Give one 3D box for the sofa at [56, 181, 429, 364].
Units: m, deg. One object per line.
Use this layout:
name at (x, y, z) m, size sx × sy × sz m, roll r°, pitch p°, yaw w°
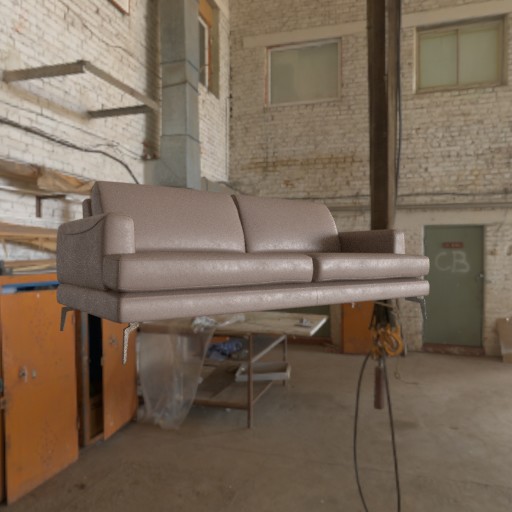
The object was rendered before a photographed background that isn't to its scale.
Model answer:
sofa at (0.000, 0.000, 2.495) m, size 1.940 × 0.765 × 0.974 m, roll 0°, pitch 0°, yaw -37°
